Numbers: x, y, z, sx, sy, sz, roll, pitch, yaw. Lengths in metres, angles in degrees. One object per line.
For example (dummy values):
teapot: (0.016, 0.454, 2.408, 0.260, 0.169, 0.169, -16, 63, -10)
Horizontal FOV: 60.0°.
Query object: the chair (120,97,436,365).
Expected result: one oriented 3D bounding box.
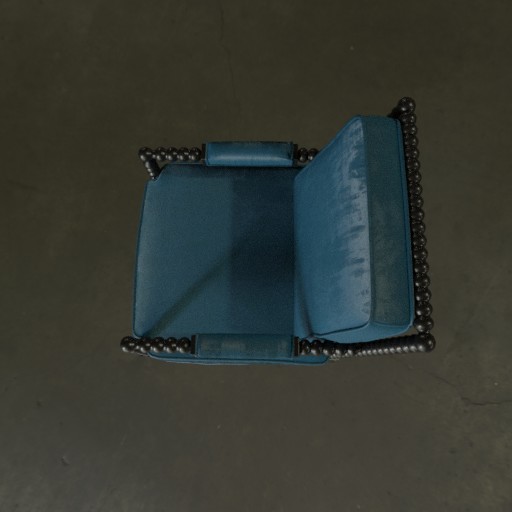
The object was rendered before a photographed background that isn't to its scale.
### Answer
chair: (0.000, 0.000, 1.442, 0.805, 0.857, 0.688, 1, 75, 0)
